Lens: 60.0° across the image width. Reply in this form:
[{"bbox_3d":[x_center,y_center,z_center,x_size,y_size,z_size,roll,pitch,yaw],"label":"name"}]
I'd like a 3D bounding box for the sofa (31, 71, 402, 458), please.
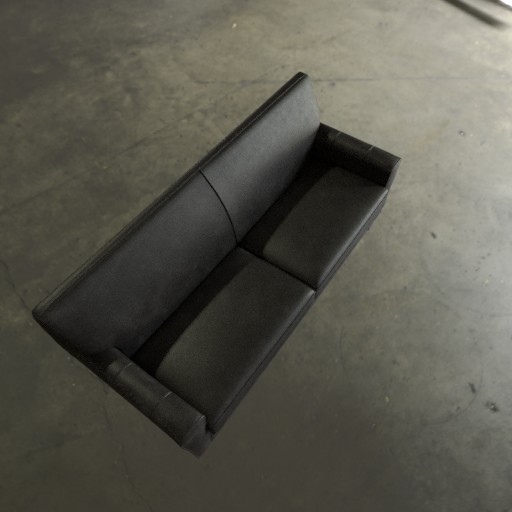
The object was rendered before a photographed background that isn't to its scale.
[{"bbox_3d":[0.000,0.000,2.509,0.805,0.947,2.053,31,62,19],"label":"sofa"}]
